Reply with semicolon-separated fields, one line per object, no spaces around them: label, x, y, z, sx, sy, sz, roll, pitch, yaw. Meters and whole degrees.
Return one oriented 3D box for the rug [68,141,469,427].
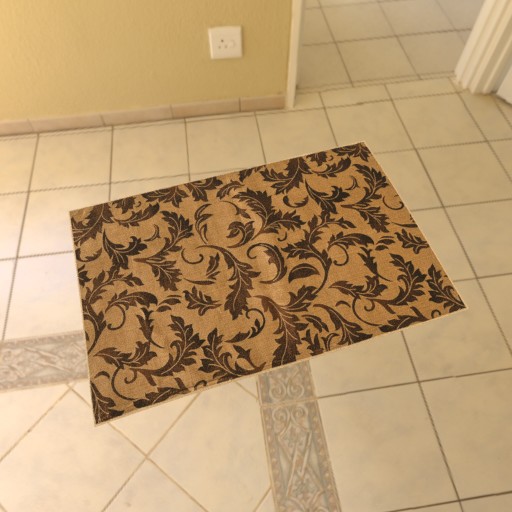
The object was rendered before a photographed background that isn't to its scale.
rug;0.000;0.000;2.913;2.284;0.008;1.522;-15;59;-9
